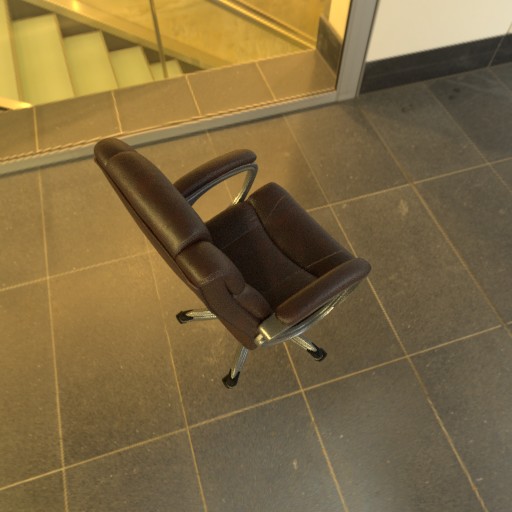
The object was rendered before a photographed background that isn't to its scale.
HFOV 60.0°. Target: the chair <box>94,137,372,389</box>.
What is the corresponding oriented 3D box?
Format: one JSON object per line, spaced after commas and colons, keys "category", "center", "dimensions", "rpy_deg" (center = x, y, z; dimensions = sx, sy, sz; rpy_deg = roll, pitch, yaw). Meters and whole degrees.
{"category": "chair", "center": [0.000, 0.000, 1.555], "dimensions": [0.692, 1.128, 0.656], "rpy_deg": [-33, 64, -19]}
